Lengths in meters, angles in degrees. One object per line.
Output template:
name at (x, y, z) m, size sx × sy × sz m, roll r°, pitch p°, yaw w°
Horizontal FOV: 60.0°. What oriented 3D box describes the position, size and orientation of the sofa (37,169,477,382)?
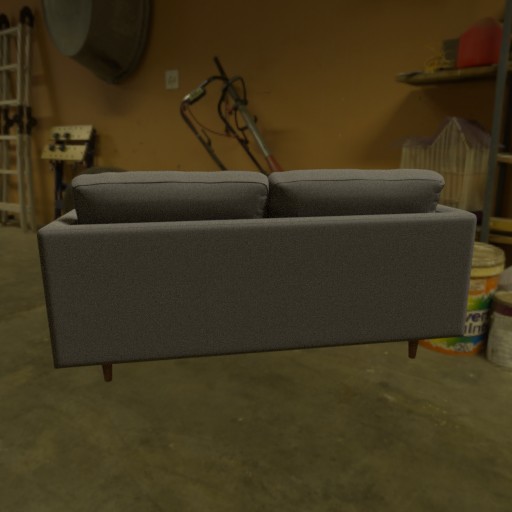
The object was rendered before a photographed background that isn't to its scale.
sofa at (0.000, 0.000, 2.178) m, size 1.713 × 0.866 × 0.940 m, roll -2°, pitch 14°, yaw -8°
